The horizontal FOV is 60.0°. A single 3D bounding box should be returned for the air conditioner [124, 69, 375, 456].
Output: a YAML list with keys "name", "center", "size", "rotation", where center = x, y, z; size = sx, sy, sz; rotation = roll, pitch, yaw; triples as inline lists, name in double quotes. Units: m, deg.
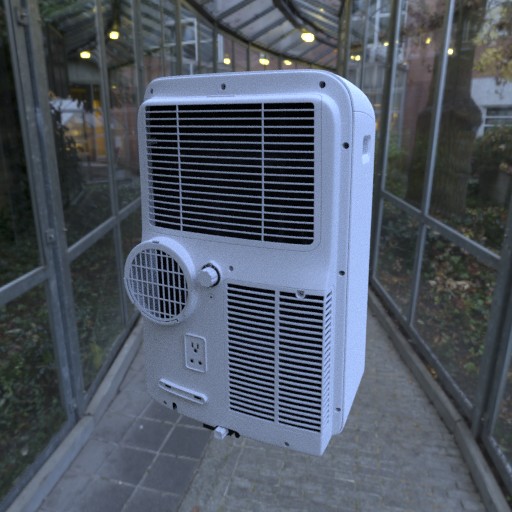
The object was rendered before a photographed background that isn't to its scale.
- name: "air conditioner"
  center: [0.000, 0.000, 0.939]
  size: [0.454, 0.700, 0.365]
  rotation: [8, 19, 25]
